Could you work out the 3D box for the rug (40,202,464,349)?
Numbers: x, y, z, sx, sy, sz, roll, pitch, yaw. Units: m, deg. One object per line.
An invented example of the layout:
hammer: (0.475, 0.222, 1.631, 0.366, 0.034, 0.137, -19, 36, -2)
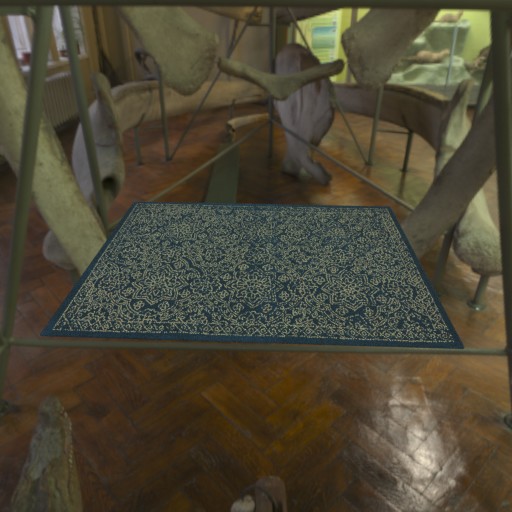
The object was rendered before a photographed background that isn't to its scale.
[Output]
rug: (0.000, 0.000, 4.213, 3.048, 0.010, 2.438, 1, 30, 2)
